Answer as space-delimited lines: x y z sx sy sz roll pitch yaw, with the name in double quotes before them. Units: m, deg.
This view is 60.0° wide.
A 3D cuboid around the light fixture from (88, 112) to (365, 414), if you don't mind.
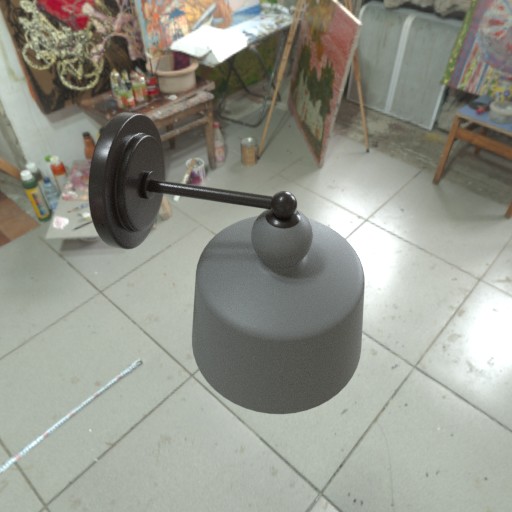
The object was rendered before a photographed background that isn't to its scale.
"light fixture" 0.000 0.000 0.449 0.254 0.268 0.204 9 47 9
